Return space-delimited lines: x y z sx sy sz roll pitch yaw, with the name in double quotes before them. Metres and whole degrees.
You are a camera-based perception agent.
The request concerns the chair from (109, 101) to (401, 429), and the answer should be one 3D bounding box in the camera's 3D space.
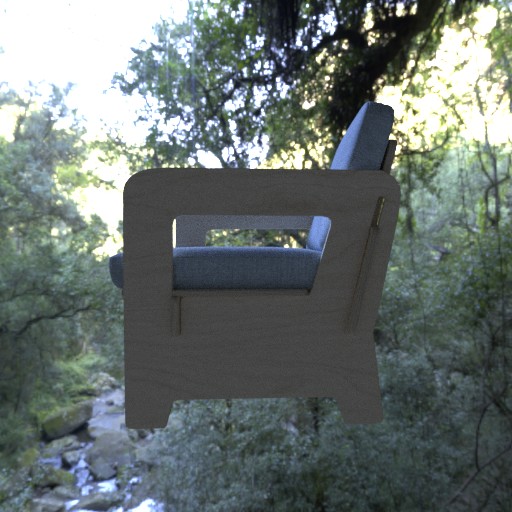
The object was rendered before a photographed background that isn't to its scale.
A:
"chair" 0.000 0.000 1.283 0.710 0.800 0.590 0 0 2
